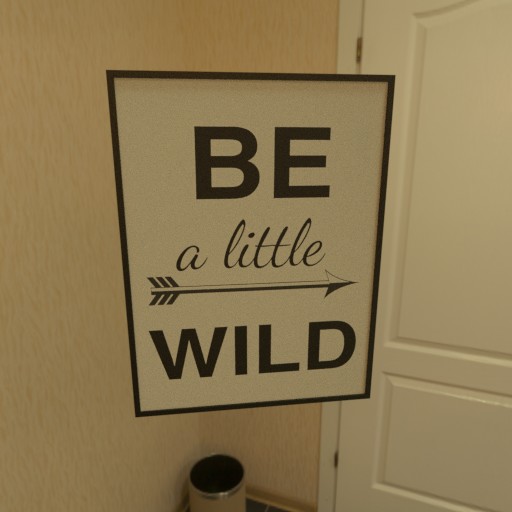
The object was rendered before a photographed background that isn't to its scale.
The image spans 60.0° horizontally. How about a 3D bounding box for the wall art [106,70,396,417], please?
[{"bbox_3d":[0.000,0.000,1.384,0.806,1.062,0.038,-2,16,-7],"label":"wall art"}]
